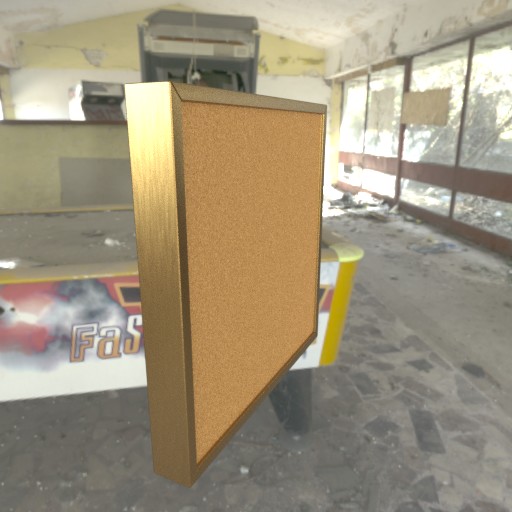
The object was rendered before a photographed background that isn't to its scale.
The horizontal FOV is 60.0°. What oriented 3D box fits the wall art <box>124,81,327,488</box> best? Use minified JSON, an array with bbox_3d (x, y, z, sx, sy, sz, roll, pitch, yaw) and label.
[{"bbox_3d":[0.000,0.000,0.451,0.037,0.305,0.305,8,18,26],"label":"wall art"}]
